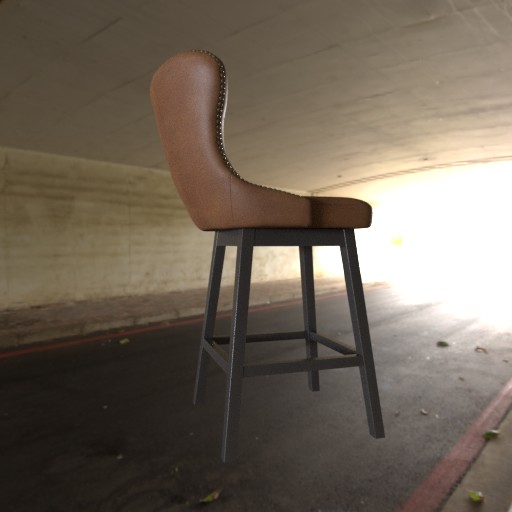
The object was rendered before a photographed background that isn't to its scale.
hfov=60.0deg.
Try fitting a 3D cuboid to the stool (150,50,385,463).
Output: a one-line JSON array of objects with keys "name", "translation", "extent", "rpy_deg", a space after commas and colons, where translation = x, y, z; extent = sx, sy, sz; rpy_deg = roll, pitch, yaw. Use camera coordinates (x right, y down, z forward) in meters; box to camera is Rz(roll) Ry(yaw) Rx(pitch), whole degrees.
[{"name": "stool", "translation": [0.000, 0.000, 1.289], "extent": [0.593, 0.971, 0.528], "rpy_deg": [-1, 2, -18]}]
